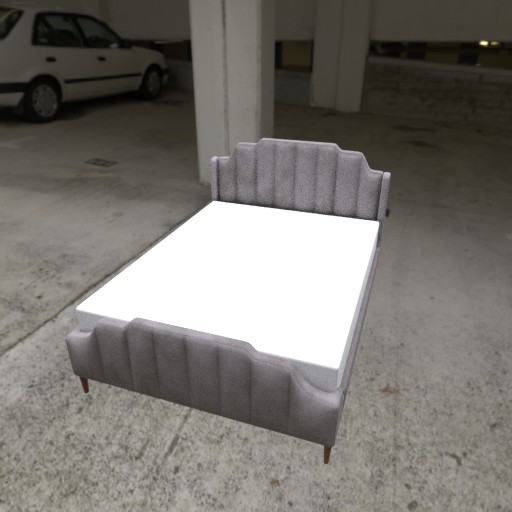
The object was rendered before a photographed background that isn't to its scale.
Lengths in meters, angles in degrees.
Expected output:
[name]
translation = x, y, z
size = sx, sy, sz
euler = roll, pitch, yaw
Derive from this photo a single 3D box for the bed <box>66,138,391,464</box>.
[bed]
translation = 0.000, 0.000, 3.323
size = 1.676, 1.245, 2.340
euler = 9, 28, 17
